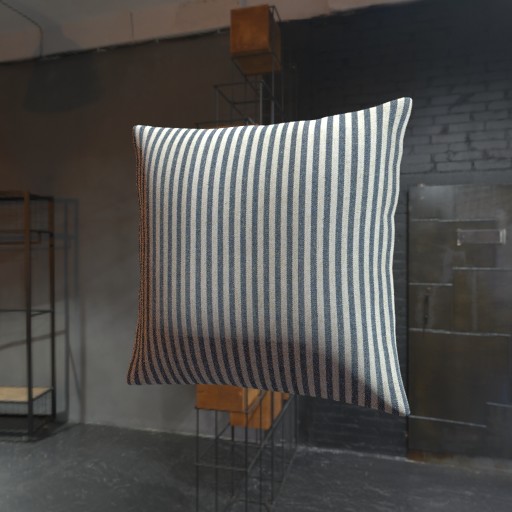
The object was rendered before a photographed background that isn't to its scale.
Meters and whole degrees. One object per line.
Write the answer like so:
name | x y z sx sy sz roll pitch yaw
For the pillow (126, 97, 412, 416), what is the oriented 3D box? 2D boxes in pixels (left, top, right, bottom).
pillow | 0.000 0.000 0.788 0.523 0.510 0.166 0 0 18
